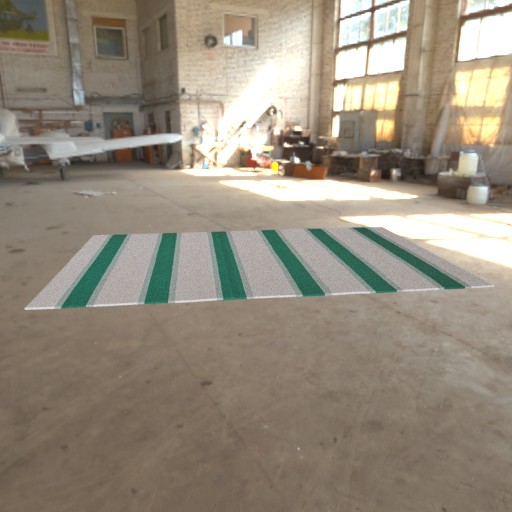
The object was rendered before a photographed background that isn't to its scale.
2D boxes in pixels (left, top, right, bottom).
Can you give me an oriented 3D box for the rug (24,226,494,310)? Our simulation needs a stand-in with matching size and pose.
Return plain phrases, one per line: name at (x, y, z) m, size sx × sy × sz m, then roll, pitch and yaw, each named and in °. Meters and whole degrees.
rug at (0.000, 0.000, 2.990) m, size 2.436 × 0.015 × 1.521 m, roll -2°, pitch 16°, yaw -7°
